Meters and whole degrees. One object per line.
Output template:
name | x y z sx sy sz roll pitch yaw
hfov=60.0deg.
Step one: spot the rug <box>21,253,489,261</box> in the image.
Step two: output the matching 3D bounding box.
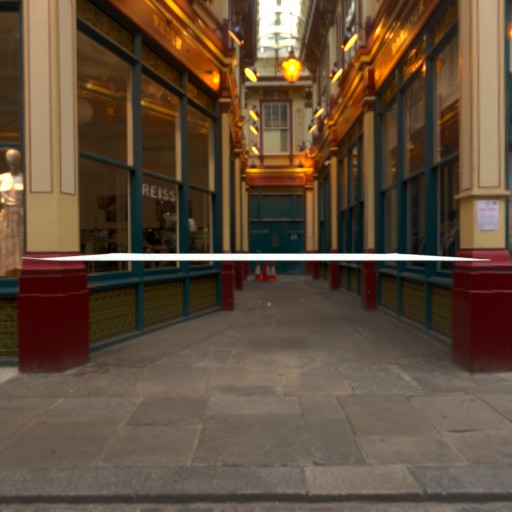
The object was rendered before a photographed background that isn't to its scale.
rug | 0.000 0.000 3.038 2.434 0.023 1.518 0 1 0
